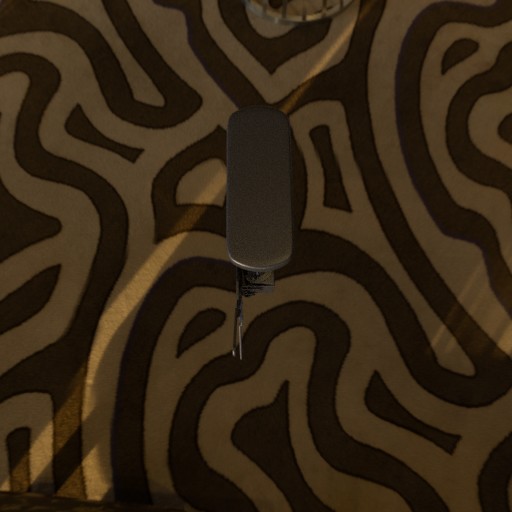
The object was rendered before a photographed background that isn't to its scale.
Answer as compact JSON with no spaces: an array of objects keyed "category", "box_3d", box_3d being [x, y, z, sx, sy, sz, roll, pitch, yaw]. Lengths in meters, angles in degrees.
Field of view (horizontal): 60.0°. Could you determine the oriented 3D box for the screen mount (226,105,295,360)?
[{"category":"screen mount","box_3d":[0.000,0.000,0.890,0.090,0.729,0.393,-1,76,0]}]
